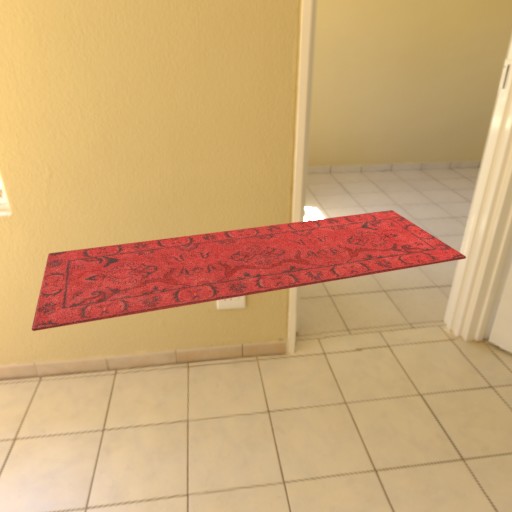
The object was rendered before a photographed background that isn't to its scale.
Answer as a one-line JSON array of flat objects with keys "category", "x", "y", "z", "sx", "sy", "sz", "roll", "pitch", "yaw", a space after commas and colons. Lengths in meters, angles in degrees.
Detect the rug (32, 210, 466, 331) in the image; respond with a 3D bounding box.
[{"category": "rug", "x": 0.000, "y": 0.000, "z": 2.725, "sx": 2.439, "sy": 0.018, "sz": 0.813, "roll": -8, "pitch": 28, "yaw": -15}]
